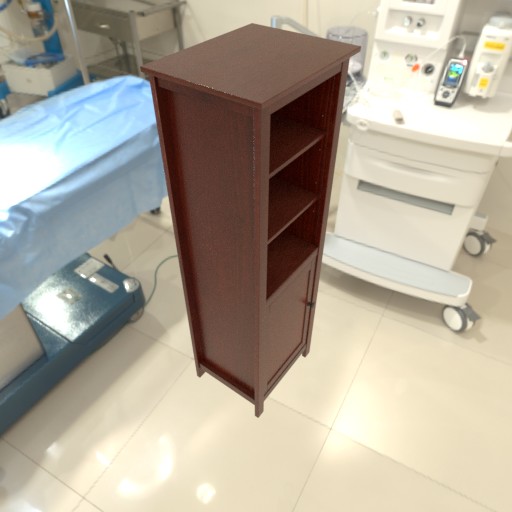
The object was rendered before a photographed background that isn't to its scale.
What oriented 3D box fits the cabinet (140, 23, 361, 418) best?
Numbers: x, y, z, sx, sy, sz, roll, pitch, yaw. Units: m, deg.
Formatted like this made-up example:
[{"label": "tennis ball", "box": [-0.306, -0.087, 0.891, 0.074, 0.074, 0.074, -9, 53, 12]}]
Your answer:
[{"label": "cabinet", "box": [0.000, 0.000, 1.752, 0.401, 1.518, 0.500, 26, 49, 26]}]
